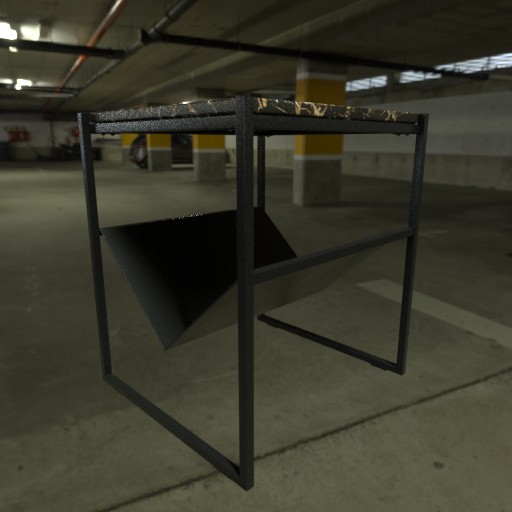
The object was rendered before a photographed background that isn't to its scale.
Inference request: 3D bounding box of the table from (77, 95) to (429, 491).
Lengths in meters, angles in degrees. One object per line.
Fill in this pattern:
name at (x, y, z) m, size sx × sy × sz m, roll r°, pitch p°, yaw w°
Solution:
table at (0.000, 0.000, 0.867) m, size 0.432 × 0.534 × 0.469 m, roll 14°, pitch 20°, yaw 43°
